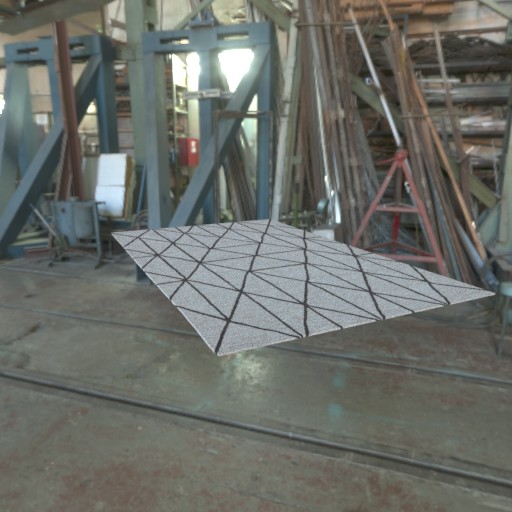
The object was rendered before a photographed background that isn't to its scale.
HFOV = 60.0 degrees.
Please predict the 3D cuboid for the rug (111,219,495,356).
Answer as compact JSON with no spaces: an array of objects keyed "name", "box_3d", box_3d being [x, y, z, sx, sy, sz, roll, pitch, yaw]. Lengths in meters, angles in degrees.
[{"name":"rug","box_3d":[0.000,0.000,3.011,1.526,0.008,2.465,-7,16,-25]}]
